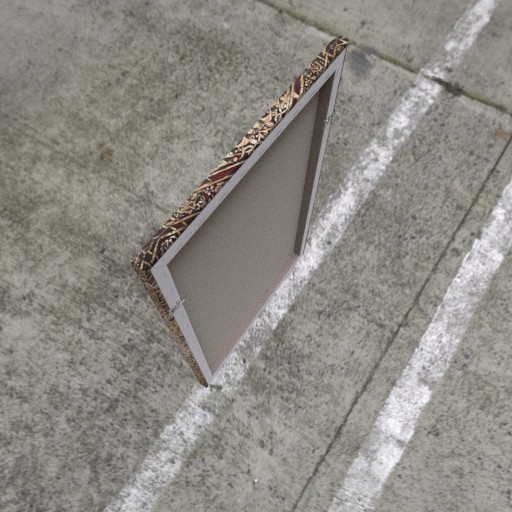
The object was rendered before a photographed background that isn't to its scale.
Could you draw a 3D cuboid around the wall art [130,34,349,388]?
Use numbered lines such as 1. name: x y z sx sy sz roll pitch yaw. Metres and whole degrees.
1. wall art: 0.000 0.000 1.151 0.030 0.904 0.599 32 67 15
